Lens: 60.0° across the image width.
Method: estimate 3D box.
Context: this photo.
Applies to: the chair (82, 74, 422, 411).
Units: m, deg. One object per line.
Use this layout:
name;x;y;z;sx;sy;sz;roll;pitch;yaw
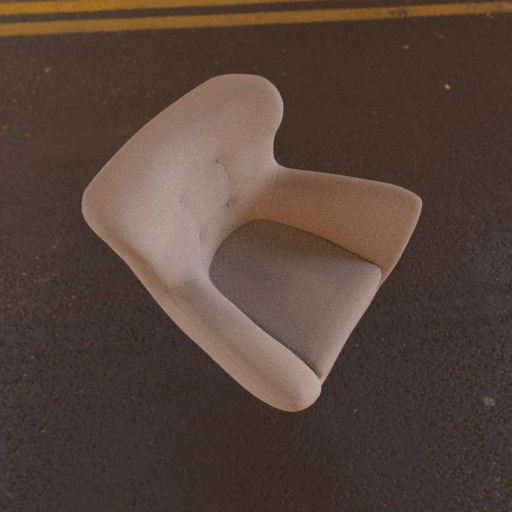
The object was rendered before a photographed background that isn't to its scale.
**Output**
chair;0.000;0.000;1.640;0.889;0.889;0.890;30;63;17
